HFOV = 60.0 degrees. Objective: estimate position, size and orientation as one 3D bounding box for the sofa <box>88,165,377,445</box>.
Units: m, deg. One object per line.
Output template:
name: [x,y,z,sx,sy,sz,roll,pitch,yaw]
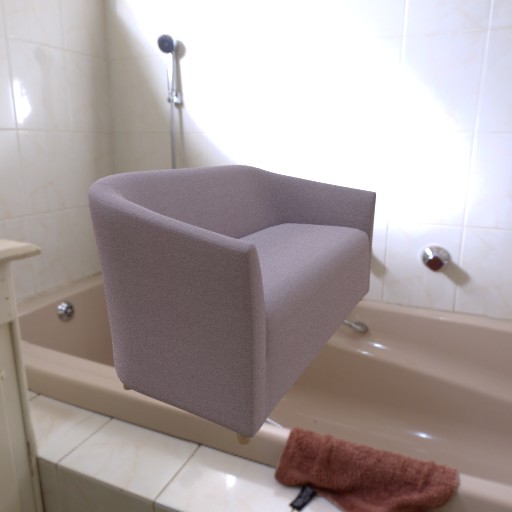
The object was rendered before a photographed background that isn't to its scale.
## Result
sofa: [0.000,0.000,1.879,0.705,0.721,1.452,7,15,26]
